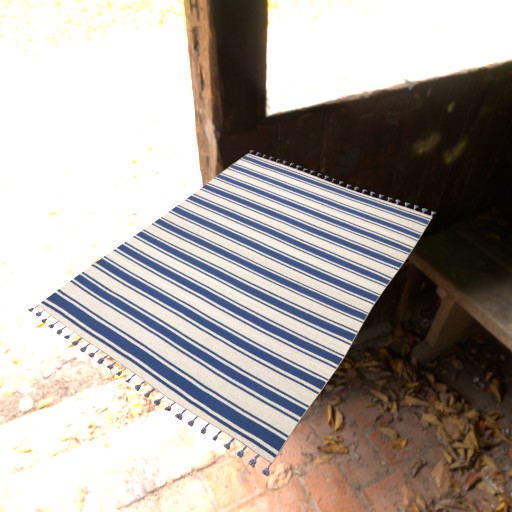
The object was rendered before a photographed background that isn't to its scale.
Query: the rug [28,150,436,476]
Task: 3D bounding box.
[{"bbox_3d":[0.000,0.000,4.332,2.471,0.016,3.416,25,48,25],"label":"rug"}]
